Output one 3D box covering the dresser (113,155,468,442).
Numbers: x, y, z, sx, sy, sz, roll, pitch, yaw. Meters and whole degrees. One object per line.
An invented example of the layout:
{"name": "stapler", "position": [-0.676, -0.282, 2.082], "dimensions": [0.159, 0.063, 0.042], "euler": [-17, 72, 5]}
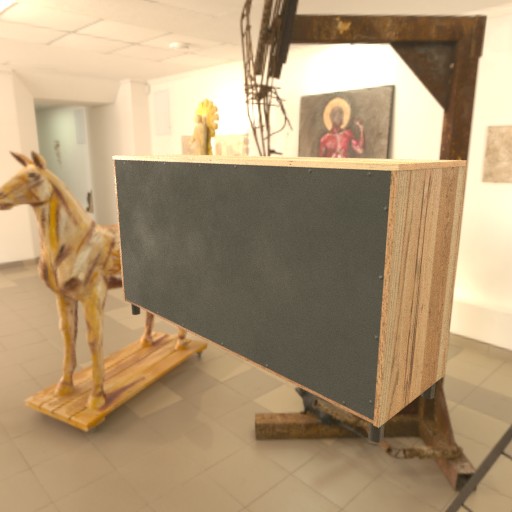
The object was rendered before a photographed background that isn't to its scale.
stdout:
{"name": "dresser", "position": [0.000, 0.000, 1.921], "dimensions": [0.487, 0.834, 1.547], "euler": [-13, 19, -42]}
